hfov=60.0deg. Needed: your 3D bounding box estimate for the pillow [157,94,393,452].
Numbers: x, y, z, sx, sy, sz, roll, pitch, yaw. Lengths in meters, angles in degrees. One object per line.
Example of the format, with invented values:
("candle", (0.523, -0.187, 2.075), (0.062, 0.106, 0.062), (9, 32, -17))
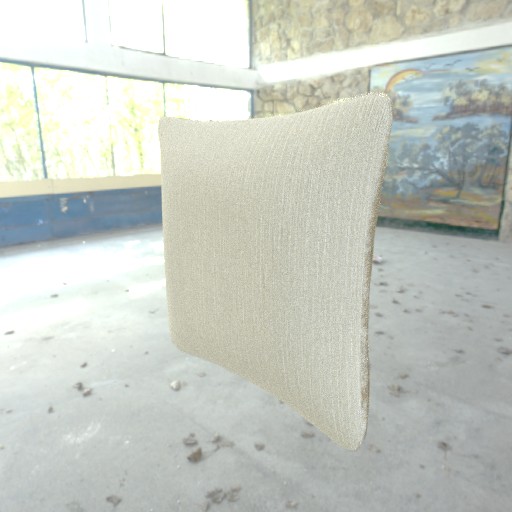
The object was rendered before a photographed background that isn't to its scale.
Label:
("pillow", (0.000, 0.000, 0.812), (0.216, 0.525, 0.538), (-12, 18, -42))
